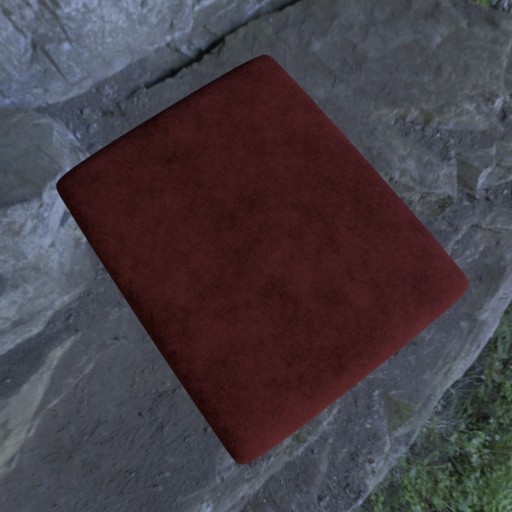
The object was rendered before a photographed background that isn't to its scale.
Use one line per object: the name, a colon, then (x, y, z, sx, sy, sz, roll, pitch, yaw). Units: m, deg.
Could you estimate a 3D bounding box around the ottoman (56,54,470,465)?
ottoman: (0.000, 0.000, 1.188, 0.650, 0.462, 0.782, -35, 77, -9)
